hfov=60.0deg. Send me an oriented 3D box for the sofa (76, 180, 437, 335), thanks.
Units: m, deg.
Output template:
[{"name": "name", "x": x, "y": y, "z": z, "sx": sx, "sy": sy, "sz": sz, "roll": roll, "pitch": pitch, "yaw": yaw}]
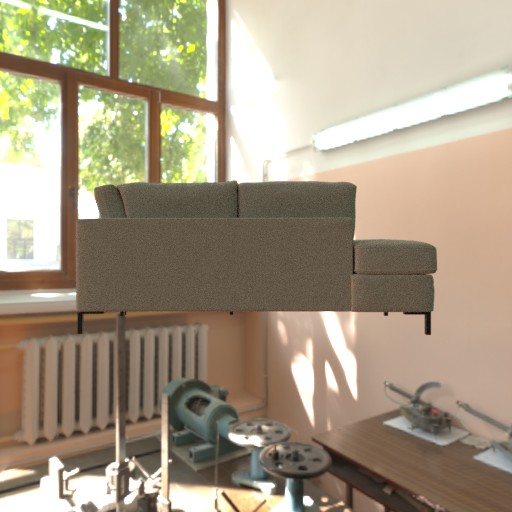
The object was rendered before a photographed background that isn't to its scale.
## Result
[{"name": "sofa", "x": 0.000, "y": 0.000, "z": 3.851, "sx": 1.989, "sy": 0.862, "sz": 2.984, "roll": 0, "pitch": 0, "yaw": 0}]
